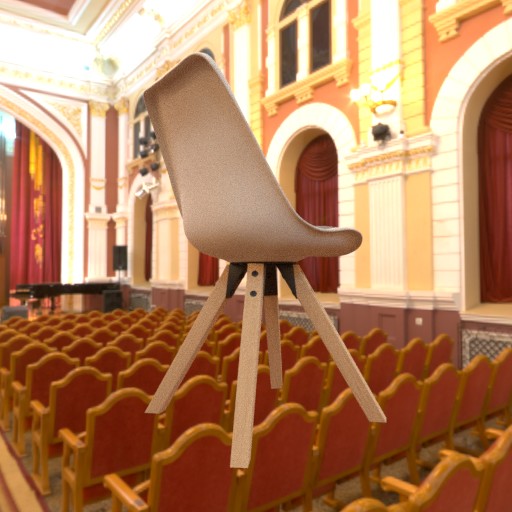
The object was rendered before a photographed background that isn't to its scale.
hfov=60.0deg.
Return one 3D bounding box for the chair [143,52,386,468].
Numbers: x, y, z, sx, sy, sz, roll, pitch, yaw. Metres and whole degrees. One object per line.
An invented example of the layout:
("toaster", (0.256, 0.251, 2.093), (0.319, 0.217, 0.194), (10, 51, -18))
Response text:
("chair", (0.000, 0.000, 1.170), (0.550, 0.850, 0.485), (1, -2, -37))
